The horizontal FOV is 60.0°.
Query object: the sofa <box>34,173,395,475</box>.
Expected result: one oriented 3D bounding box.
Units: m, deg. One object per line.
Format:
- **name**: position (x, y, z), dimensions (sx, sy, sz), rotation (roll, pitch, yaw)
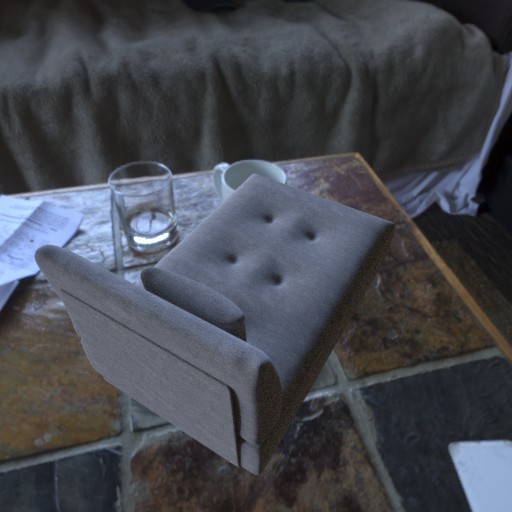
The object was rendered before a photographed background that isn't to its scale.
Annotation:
- **sofa**: position (0.000, 0.000, 2.023), dimensions (0.930, 0.820, 1.450), rotation (24, 50, 22)
